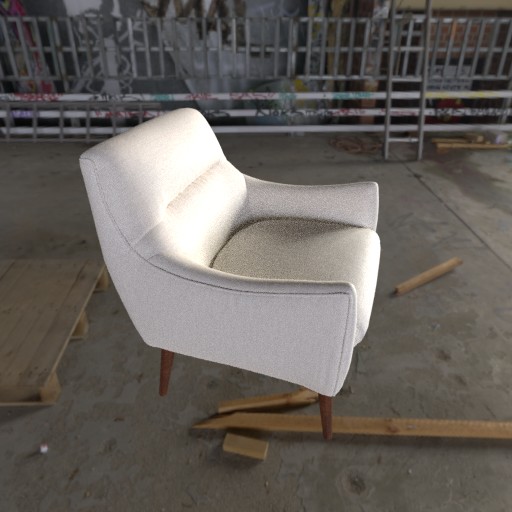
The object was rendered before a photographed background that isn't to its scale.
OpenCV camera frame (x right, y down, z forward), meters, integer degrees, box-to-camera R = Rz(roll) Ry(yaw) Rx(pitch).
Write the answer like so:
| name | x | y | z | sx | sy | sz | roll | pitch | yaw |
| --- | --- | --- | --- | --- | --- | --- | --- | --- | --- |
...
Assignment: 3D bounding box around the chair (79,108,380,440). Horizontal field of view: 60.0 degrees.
| name | x | y | z | sx | sy | sz | roll | pitch | yaw |
| --- | --- | --- | --- | --- | --- | --- | --- | --- | --- |
| chair | 0.000 | 0.000 | 1.471 | 0.787 | 0.838 | 0.762 | 9 | 31 | 15 |
